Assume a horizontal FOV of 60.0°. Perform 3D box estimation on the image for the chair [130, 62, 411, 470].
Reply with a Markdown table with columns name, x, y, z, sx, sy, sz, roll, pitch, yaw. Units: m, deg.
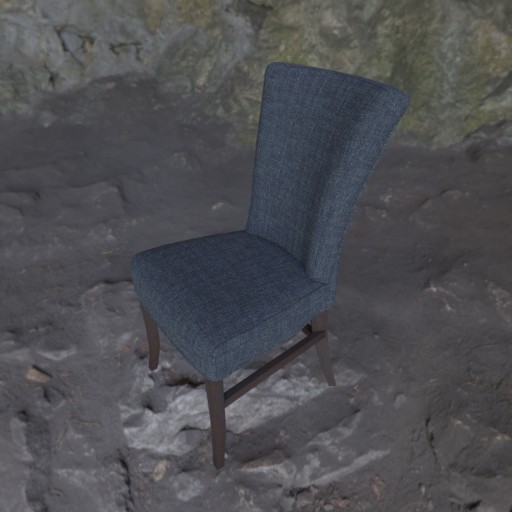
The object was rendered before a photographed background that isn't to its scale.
| name | x | y | z | sx | sy | sz | roll | pitch | yaw |
| --- | --- | --- | --- | --- | --- | --- | --- | --- | --- |
| chair | 0.000 | 0.000 | 1.336 | 0.660 | 0.991 | 0.520 | -20 | 37 | -29 |
